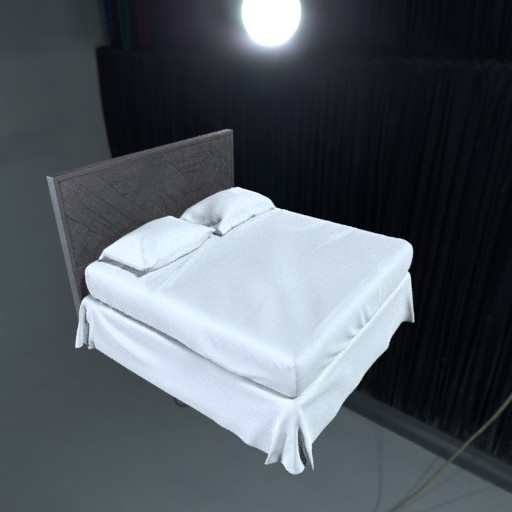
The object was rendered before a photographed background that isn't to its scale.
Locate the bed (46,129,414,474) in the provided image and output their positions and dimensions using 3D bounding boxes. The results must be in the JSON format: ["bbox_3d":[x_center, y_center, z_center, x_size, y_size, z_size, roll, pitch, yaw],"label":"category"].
[{"bbox_3d":[0.000,0.000,2.871,1.785,1.142,1.772,18,32,31],"label":"bed"}]
